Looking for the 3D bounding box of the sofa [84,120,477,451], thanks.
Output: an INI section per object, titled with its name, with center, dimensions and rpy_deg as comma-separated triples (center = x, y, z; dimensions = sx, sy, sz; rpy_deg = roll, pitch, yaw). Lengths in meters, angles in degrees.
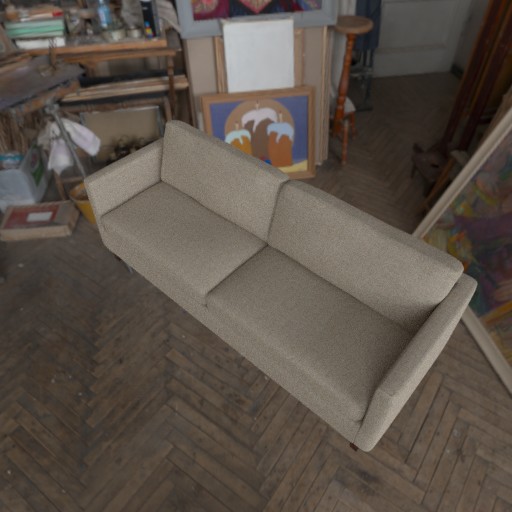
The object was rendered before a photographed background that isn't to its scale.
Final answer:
[sofa]
center = 0.000, 0.000, 2.909
dimensions = 2.434, 0.965, 0.951
rpy_deg = 33, 54, 28
